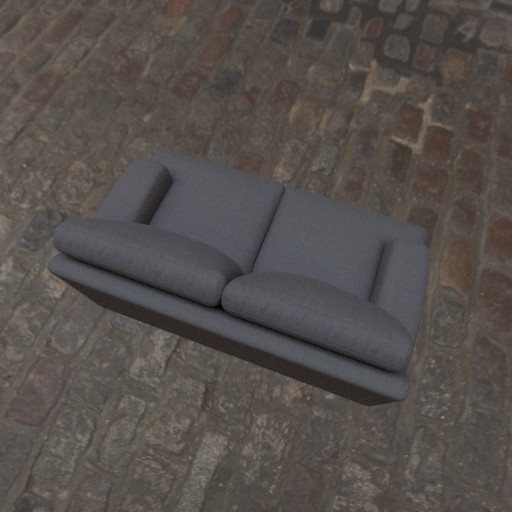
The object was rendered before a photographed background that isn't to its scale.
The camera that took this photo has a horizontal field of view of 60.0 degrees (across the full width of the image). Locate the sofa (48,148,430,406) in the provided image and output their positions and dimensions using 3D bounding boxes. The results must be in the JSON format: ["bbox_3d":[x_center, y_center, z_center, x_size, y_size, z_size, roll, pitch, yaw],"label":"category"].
[{"bbox_3d":[0.000,0.000,2.548,1.880,0.940,1.143,18,65,9],"label":"sofa"}]
